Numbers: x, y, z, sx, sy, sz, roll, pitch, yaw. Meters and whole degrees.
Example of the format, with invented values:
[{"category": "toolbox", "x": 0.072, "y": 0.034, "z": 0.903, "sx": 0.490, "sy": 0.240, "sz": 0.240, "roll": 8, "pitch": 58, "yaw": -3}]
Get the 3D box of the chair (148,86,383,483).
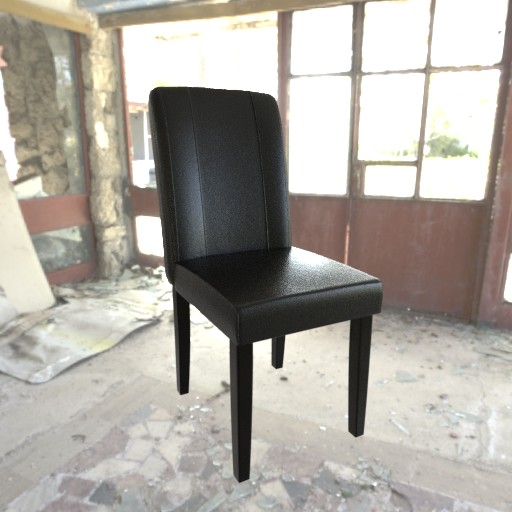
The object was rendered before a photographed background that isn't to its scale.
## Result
[{"category": "chair", "x": 0.000, "y": 0.000, "z": 1.188, "sx": 0.399, "sy": 0.897, "sz": 0.556, "roll": -8, "pitch": 16, "yaw": -27}]
